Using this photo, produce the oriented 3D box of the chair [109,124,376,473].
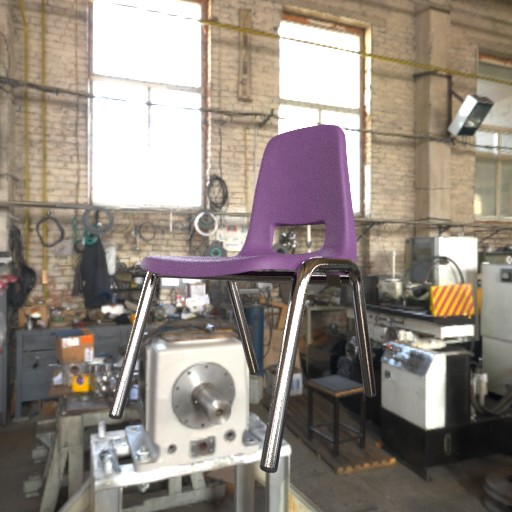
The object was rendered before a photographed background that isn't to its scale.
[{"bbox_3d":[0.000,0.000,0.854,0.356,0.584,0.419,0,0,36],"label":"chair"}]
